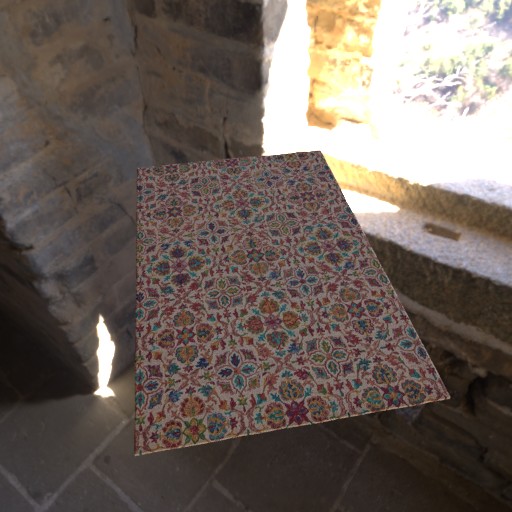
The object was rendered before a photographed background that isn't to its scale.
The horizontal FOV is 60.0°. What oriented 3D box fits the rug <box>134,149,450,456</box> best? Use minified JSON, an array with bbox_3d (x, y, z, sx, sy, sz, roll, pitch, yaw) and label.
[{"bbox_3d":[0.000,0.000,2.889,1.541,0.018,2.297,-7,46,-7],"label":"rug"}]
